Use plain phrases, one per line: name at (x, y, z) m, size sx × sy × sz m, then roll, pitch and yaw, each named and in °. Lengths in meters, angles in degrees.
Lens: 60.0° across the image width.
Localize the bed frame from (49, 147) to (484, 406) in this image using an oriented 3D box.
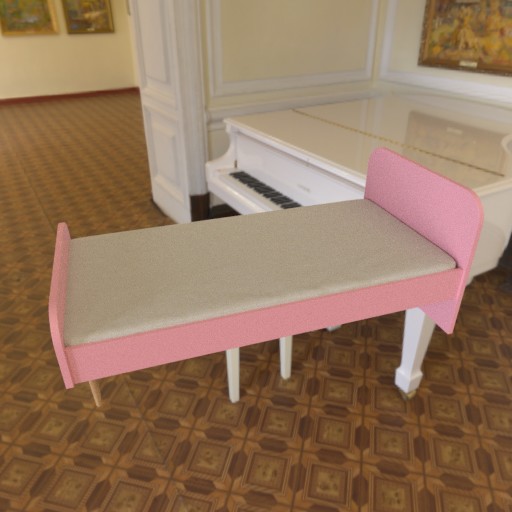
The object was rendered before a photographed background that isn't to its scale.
bed frame at (0.000, 0.000, 2.399) m, size 1.963 × 0.805 × 0.998 m, roll -9°, pitch 31°, yaw -16°
